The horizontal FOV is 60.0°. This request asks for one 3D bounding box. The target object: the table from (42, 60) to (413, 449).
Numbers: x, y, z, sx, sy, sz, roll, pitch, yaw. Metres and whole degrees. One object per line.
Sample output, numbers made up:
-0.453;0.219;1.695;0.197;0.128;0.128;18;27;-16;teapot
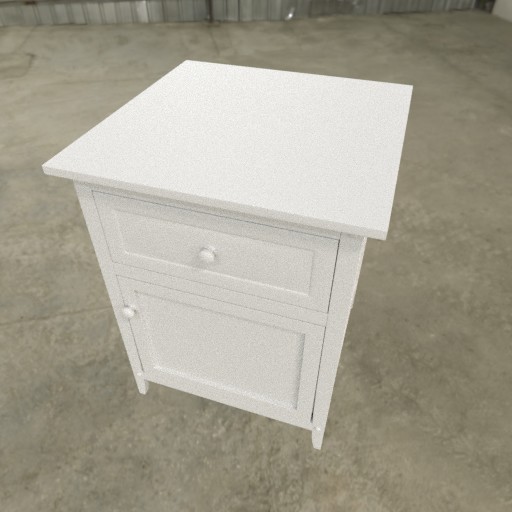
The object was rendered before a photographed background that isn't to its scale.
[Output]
0.000;0.000;0.746;0.381;0.483;0.381;12;43;14;table
